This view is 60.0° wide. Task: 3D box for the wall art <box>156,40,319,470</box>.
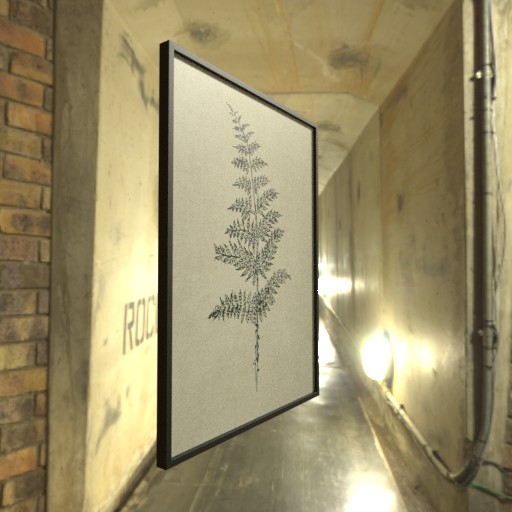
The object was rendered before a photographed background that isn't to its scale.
[{"bbox_3d":[0.000,0.000,1.436,0.036,1.070,0.802,-1,-2,36],"label":"wall art"}]
